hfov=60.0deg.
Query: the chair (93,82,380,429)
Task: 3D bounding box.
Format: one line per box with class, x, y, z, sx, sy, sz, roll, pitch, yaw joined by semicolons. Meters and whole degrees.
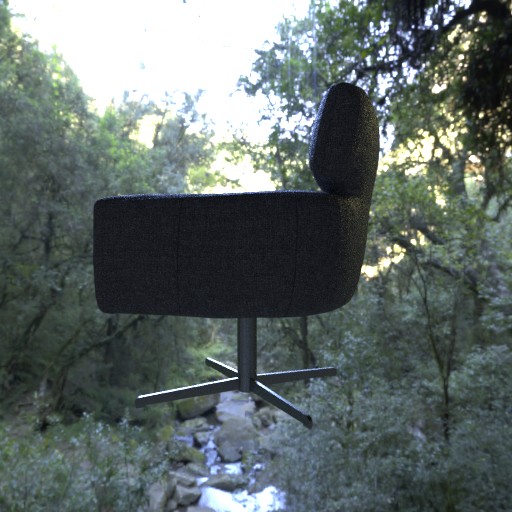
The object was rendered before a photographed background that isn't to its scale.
chair;0.000;0.000;1.330;0.715;0.812;0.706;0;1;17
